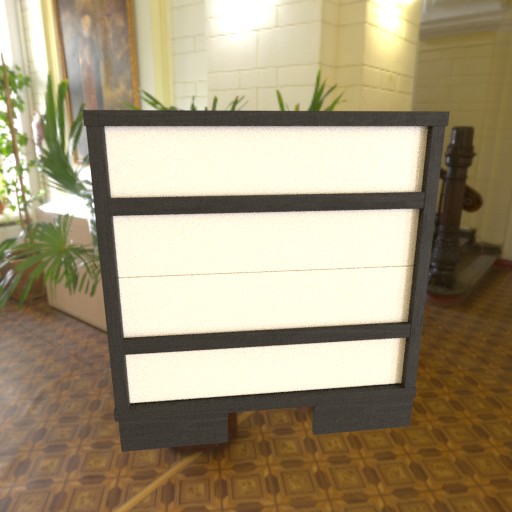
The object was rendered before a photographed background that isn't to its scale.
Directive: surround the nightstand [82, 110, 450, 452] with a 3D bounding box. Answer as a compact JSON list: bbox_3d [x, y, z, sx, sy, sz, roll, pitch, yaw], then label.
[{"bbox_3d":[0.000,0.000,0.736,0.427,0.448,0.347,-2,16,-7],"label":"nightstand"}]
